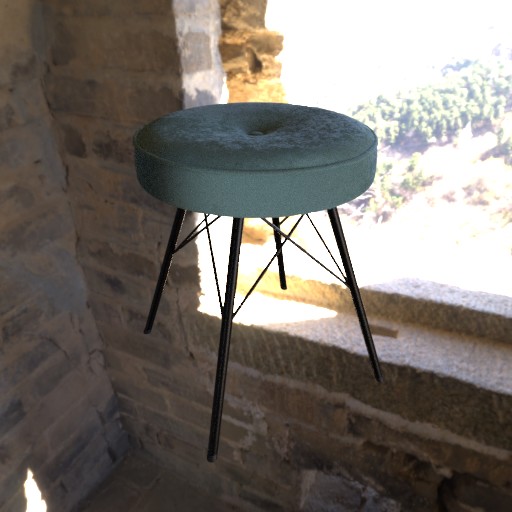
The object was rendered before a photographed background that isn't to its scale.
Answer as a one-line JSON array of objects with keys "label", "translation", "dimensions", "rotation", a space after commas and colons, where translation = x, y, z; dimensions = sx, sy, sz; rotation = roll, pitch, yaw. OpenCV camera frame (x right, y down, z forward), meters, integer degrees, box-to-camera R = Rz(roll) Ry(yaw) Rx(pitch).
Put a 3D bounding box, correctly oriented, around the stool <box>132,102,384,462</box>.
[{"label": "stool", "translation": [0.000, 0.000, 0.872], "dimensions": [0.458, 0.519, 0.457], "rotation": [-10, 32, -17]}]
